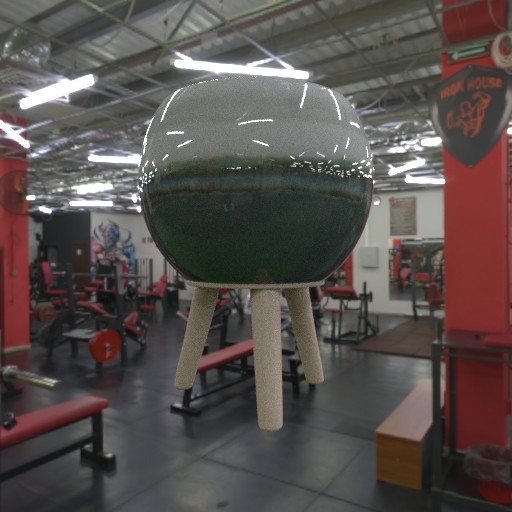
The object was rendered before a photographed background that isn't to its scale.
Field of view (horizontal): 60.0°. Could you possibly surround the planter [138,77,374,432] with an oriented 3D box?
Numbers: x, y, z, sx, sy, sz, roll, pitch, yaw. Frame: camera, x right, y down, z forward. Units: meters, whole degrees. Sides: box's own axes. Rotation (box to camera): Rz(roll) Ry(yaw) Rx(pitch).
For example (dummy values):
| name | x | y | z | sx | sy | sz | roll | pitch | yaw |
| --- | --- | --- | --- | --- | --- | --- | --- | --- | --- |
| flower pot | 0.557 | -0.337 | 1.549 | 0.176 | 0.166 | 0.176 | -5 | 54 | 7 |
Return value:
| name | x | y | z | sx | sy | sz | roll | pitch | yaw |
| --- | --- | --- | --- | --- | --- | --- | --- | --- | --- |
| planter | 0.000 | 0.000 | 0.431 | 0.222 | 0.278 | 0.222 | 0 | 0 | 0 |
